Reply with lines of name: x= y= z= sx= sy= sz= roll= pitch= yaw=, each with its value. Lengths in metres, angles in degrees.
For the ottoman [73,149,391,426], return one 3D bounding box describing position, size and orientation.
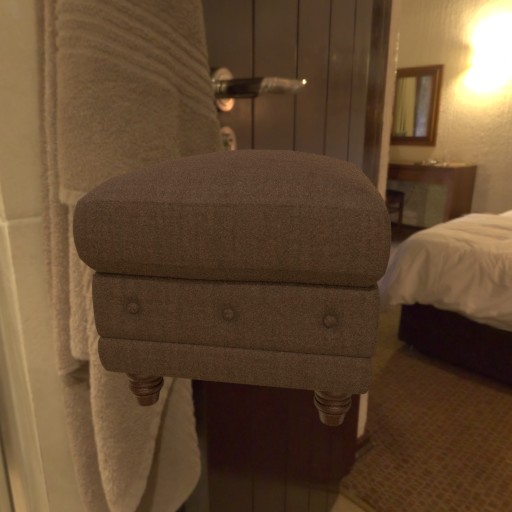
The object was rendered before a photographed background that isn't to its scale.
ottoman: x=0.000 y=0.000 z=1.207 sx=0.599 sy=0.555 sz=0.809 roll=3 pitch=16 yaw=9
